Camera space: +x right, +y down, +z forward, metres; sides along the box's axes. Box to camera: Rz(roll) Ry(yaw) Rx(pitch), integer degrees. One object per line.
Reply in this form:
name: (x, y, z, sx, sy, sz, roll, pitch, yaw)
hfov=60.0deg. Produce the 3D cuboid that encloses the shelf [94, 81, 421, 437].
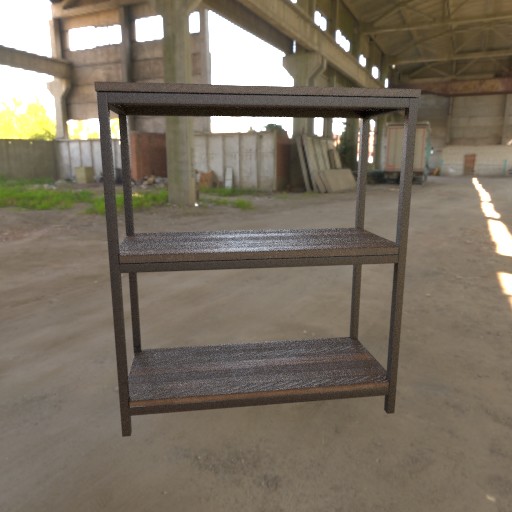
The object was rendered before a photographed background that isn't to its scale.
shelf: (0.000, 0.000, 1.376, 0.822, 0.947, 0.352, -2, 13, -8)
